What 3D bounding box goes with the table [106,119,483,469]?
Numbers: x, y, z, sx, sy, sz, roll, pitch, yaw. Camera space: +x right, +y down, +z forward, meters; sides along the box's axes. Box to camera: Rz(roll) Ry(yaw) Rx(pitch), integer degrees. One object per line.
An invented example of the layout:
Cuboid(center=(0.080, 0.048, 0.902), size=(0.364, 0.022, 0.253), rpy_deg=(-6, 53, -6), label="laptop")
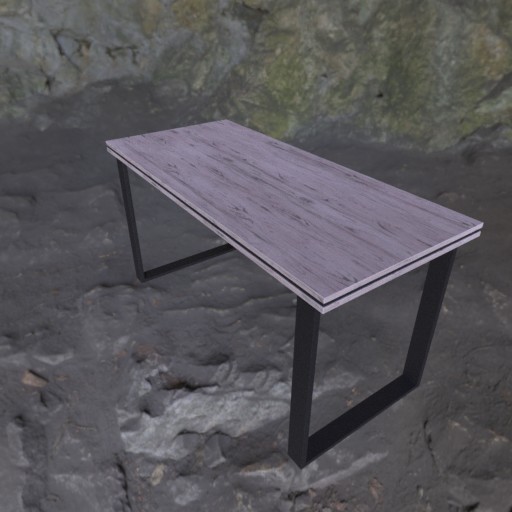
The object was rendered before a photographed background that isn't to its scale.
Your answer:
Cuboid(center=(0.000, 0.000, 2.290), size=(0.795, 0.899, 1.778), rpy_deg=(-20, 37, -30), label="table")
